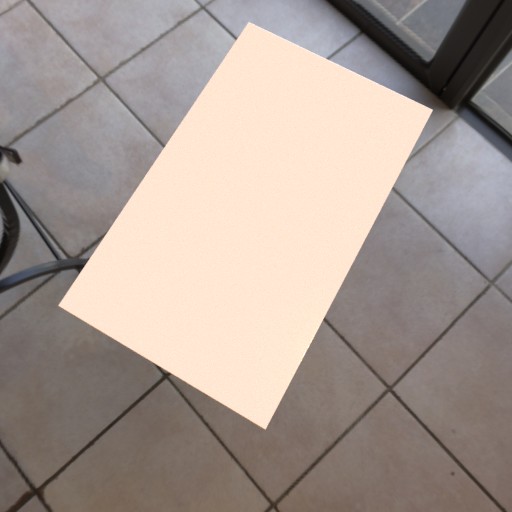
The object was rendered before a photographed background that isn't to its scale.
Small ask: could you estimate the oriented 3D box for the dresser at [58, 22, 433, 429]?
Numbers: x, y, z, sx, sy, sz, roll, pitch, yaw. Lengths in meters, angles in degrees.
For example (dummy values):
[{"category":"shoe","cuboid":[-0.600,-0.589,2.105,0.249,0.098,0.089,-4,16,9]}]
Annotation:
[{"category":"dresser","cuboid":[0.000,0.000,1.179,0.400,0.800,0.650,29,78,7]}]
